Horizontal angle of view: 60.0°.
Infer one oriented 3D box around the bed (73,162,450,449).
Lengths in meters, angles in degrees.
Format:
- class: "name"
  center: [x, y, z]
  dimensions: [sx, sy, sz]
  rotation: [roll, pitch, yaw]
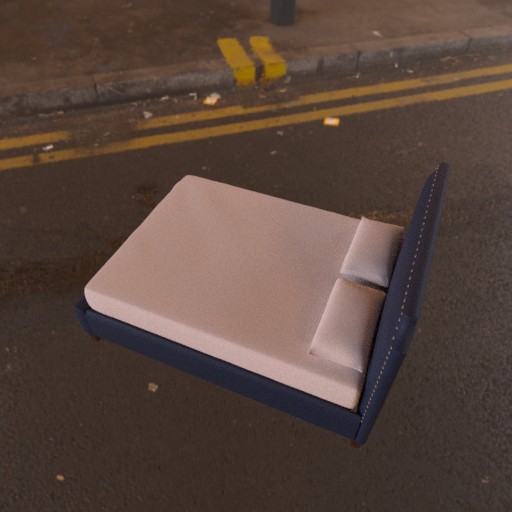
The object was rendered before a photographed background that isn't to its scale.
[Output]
- class: "bed"
  center: [0.000, 0.000, 3.431]
  dimensions: [2.372, 1.443, 1.712]
  rotation: [17, 48, 16]
